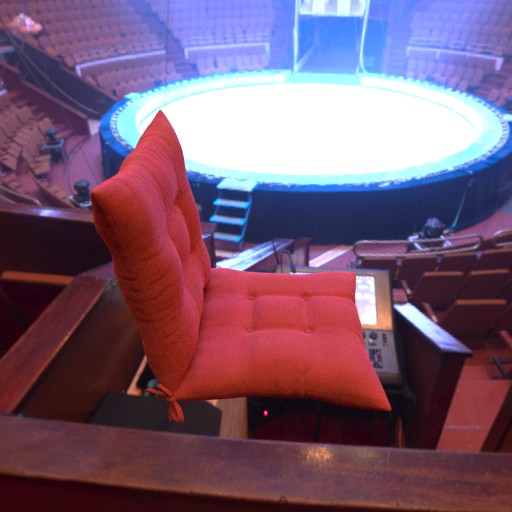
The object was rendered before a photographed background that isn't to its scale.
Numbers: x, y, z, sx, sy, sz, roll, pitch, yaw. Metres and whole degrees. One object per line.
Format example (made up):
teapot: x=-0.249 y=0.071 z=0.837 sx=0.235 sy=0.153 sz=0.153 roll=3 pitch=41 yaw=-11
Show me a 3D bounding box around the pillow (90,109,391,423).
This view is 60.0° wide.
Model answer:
pillow: x=0.000 y=0.000 z=1.020 sx=0.585 sy=0.536 sz=0.541 roll=1 pitch=32 yaw=2
